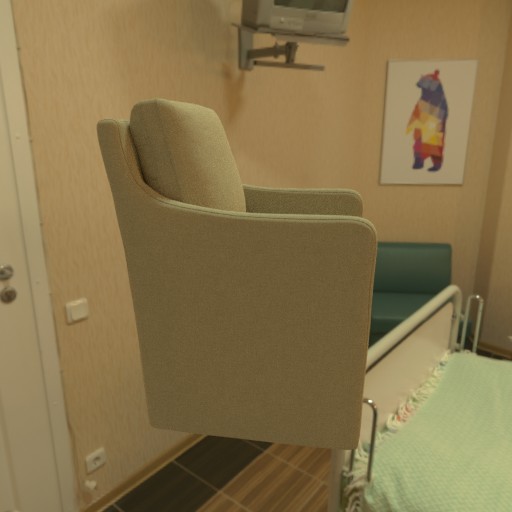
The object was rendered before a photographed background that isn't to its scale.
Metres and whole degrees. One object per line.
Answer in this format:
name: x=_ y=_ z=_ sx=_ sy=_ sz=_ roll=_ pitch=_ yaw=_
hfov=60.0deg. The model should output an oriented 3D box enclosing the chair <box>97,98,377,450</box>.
chair: x=0.000 y=0.000 z=1.391 sx=0.694 sy=0.914 sz=0.626 roll=3 pitch=16 yaw=9
